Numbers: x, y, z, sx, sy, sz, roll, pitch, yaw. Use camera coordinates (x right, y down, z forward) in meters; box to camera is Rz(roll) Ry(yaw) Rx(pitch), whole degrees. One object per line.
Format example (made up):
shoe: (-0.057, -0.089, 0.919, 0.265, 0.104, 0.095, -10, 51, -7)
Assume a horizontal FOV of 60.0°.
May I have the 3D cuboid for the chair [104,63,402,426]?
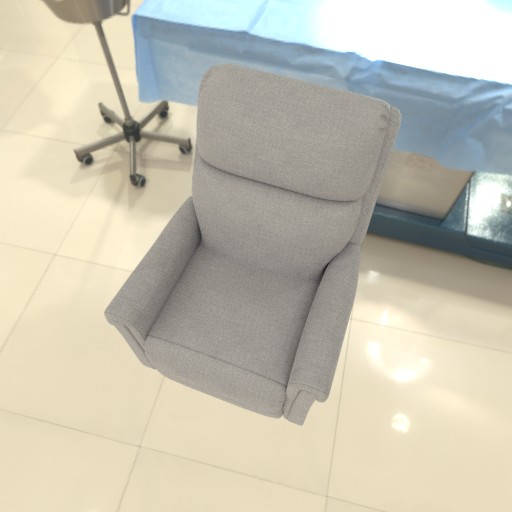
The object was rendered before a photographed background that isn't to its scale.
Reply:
chair: (0.000, 0.000, 1.770, 0.838, 1.054, 1.014, 18, 60, 11)
